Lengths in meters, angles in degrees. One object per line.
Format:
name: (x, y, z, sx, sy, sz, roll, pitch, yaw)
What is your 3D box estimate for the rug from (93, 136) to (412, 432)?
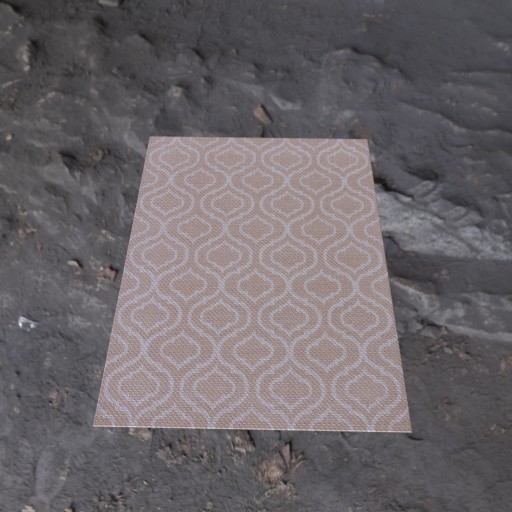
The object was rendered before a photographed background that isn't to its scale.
rug: (0.000, 0.000, 3.918, 2.286, 0.013, 2.894, 1, 59, 1)
